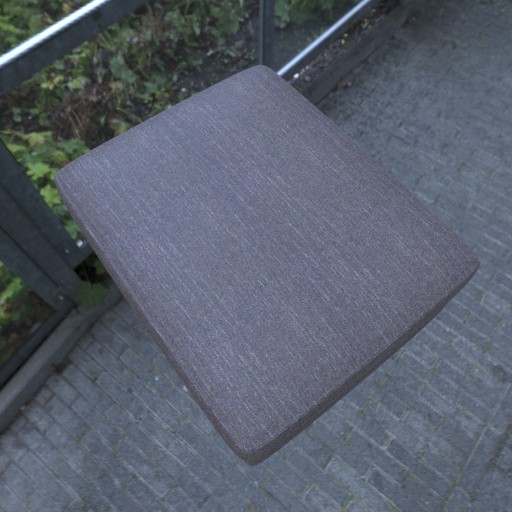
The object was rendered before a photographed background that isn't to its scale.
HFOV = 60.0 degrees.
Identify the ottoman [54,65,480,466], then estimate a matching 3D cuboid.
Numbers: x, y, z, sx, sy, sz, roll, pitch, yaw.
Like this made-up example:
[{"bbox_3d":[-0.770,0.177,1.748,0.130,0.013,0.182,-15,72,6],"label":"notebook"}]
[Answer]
[{"bbox_3d":[0.000,0.000,1.182,0.671,0.490,0.820,-34,68,-16],"label":"ottoman"}]
